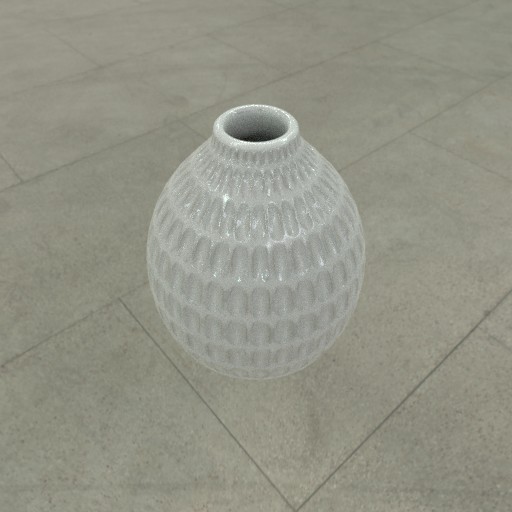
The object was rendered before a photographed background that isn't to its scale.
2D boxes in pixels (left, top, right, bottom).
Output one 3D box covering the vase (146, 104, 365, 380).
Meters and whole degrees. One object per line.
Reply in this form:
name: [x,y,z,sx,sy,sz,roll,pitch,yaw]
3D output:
vase: [0.000,0.000,0.336,0.162,0.223,0.162,0,47,0]
